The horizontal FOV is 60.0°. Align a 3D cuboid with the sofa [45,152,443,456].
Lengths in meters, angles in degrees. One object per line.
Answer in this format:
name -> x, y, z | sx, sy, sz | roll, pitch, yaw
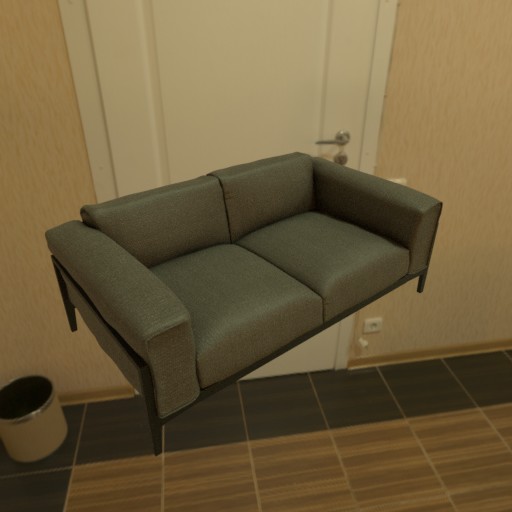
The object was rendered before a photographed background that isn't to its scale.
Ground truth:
sofa -> 0.000, 0.000, 2.199 | 1.690, 0.656, 0.960 | -22, 37, -33
